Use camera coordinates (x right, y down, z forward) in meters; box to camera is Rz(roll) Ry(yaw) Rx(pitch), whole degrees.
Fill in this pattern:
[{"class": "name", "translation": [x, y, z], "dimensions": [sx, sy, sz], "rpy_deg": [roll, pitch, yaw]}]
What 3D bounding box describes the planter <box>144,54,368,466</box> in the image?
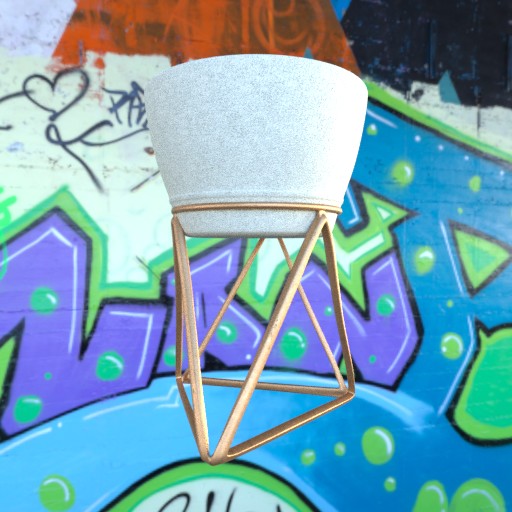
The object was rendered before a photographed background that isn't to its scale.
[{"class": "planter", "translation": [0.000, 0.000, 0.722], "dimensions": [0.350, 0.504, 0.350], "rpy_deg": [0, 2, -16]}]
